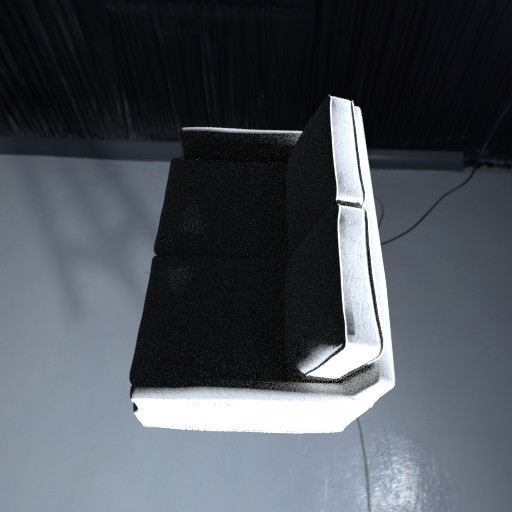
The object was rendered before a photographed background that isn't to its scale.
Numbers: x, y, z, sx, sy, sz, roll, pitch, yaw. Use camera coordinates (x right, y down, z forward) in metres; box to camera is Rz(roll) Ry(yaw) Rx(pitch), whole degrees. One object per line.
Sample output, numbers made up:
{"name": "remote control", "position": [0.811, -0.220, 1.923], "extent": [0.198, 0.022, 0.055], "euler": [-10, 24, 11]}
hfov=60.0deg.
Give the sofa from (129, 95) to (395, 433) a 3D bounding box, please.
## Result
{"name": "sofa", "position": [0.000, 0.000, 2.289], "extent": [1.084, 1.003, 1.597], "euler": [2, 58, 1]}
